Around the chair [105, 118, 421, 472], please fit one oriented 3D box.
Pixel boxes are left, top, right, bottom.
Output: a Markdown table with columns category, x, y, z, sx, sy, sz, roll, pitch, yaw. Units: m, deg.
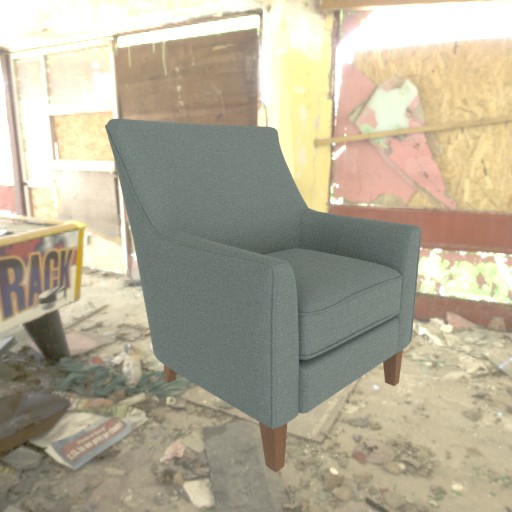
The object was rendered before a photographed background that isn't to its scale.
| category | x | y | z | sx | sy | sz | roll | pitch | yaw |
| --- | --- | --- | --- | --- | --- | --- | --- | --- | --- |
| chair | 0.000 | 0.000 | 1.550 | 0.756 | 0.916 | 0.879 | -13 | 18 | -43 |
